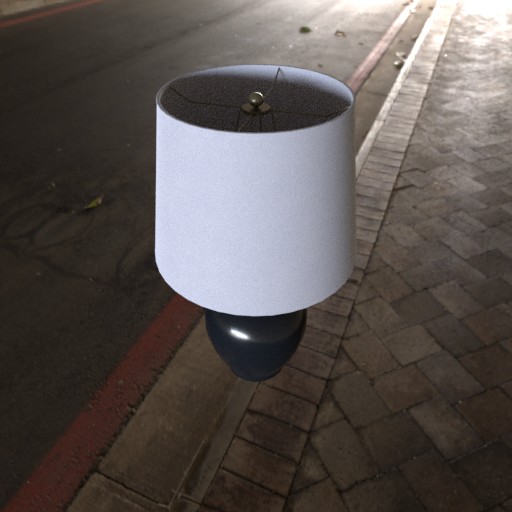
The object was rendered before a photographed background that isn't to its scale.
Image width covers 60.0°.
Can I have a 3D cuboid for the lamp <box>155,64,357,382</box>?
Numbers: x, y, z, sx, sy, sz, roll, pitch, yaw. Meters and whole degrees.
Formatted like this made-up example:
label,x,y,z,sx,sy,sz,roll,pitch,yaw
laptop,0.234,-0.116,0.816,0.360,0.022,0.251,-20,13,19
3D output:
label,x,y,z,sx,sy,sz,roll,pitch,yaw
lamp,0.000,0.000,0.547,0.239,0.399,0.239,0,39,0
